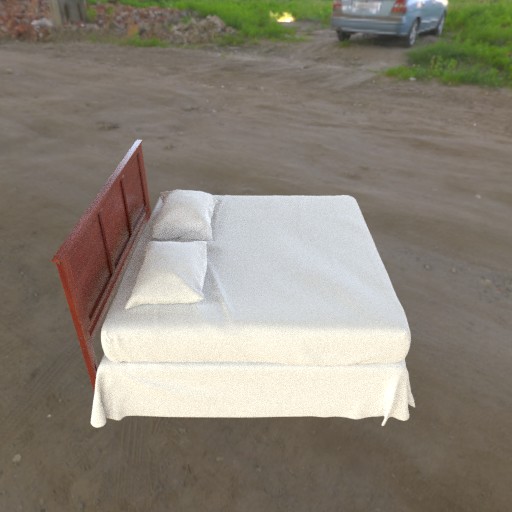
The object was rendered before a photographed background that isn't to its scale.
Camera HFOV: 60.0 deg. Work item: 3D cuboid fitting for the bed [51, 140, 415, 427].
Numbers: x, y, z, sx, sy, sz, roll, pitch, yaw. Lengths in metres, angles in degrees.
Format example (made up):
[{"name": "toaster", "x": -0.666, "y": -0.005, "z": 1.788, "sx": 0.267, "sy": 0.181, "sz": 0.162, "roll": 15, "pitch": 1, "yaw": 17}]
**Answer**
[{"name": "bed", "x": 0.000, "y": 0.000, "z": 3.586, "sx": 2.219, "sy": 1.271, "sz": 2.314, "roll": 0, "pitch": 33, "yaw": 0}]
